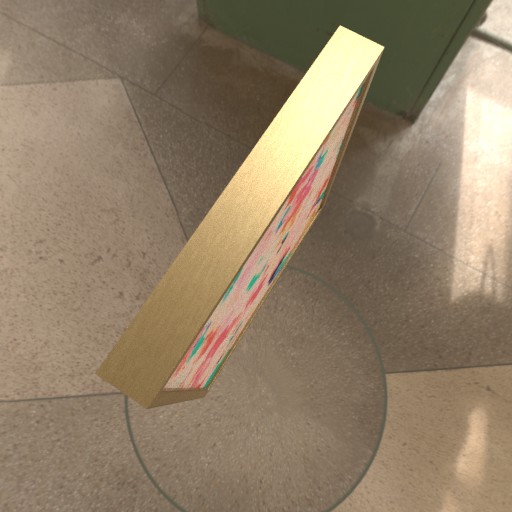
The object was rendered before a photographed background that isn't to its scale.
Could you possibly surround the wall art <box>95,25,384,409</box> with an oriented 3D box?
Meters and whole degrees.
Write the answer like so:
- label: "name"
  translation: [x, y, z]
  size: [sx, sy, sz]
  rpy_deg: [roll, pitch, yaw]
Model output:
- label: "wall art"
  translation: [0.000, 0.000, 0.446]
  size: [0.038, 0.305, 0.304]
  rpy_deg: [31, 76, 9]
